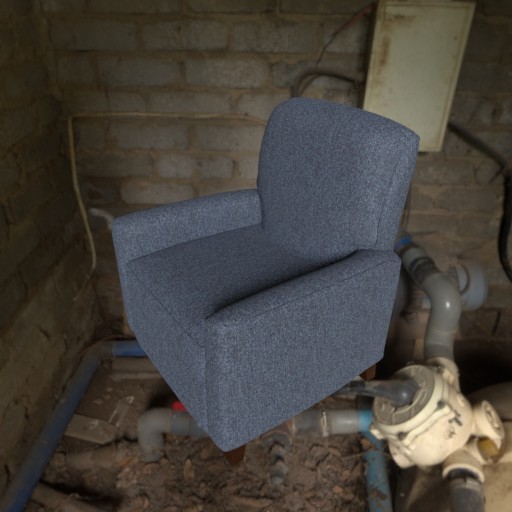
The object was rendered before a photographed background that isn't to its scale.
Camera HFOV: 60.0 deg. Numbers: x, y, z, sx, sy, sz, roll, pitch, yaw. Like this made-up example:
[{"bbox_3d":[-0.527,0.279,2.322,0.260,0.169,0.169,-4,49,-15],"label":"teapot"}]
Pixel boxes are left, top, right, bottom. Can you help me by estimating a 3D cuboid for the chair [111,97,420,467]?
[{"bbox_3d":[0.000,0.000,1.653,0.850,1.016,0.839,-20,35,-30],"label":"chair"}]
